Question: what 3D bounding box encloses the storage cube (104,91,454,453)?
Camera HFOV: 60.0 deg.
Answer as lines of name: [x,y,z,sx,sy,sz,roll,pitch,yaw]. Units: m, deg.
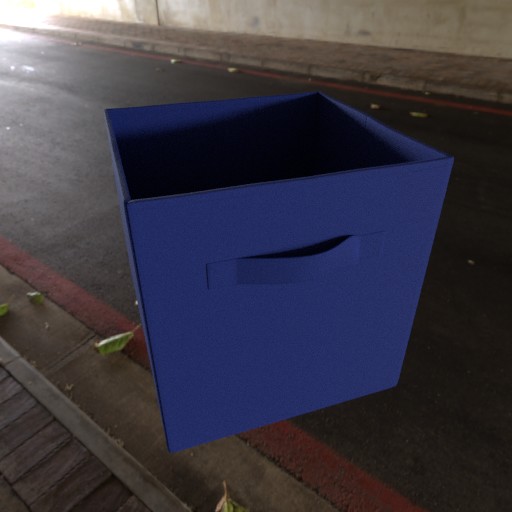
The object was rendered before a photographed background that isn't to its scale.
storage cube: [0.000,0.000,0.495,0.270,0.280,0.270,-11,34,-16]
